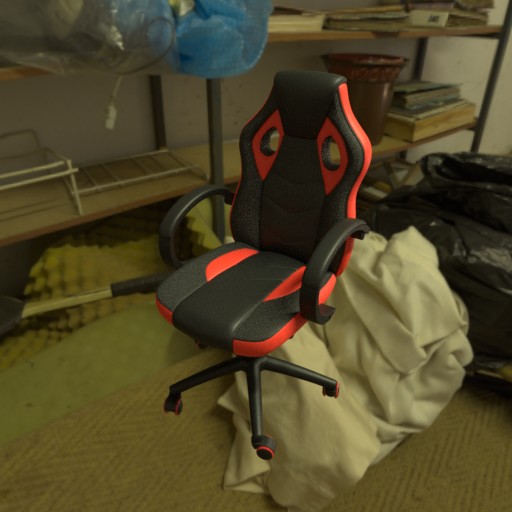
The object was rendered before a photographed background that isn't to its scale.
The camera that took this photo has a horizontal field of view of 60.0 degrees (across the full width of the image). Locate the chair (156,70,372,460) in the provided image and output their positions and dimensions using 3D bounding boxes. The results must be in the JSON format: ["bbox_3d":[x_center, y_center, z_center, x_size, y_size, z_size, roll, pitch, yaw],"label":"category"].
[{"bbox_3d":[0.000,0.000,1.377,0.600,1.016,0.642,18,34,28],"label":"chair"}]
